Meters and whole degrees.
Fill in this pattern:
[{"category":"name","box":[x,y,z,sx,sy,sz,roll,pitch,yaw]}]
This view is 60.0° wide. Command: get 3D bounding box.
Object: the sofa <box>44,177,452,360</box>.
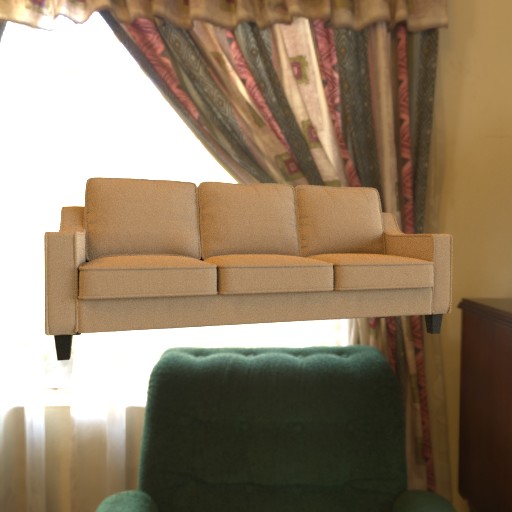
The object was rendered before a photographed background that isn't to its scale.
[{"category":"sofa","box":[0.000,0.000,2.560,2.131,0.902,0.791,-1,2,-17]}]
